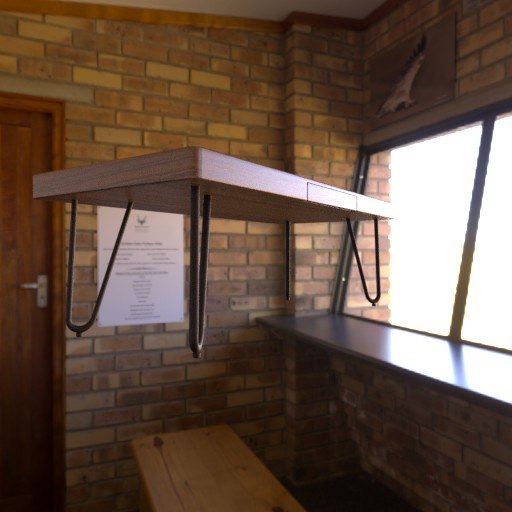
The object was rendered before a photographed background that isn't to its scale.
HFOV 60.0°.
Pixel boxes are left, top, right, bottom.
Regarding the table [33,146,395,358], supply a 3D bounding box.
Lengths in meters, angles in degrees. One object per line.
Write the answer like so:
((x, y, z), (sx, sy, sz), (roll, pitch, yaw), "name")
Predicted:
((0.000, 0.000, 1.659), (0.637, 0.468, 1.375), (0, 1, 34), "table")
